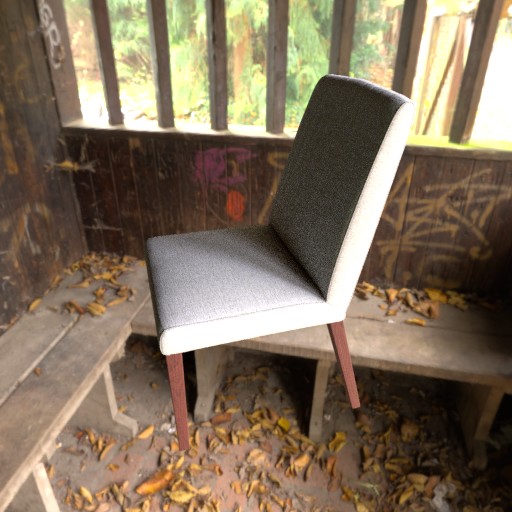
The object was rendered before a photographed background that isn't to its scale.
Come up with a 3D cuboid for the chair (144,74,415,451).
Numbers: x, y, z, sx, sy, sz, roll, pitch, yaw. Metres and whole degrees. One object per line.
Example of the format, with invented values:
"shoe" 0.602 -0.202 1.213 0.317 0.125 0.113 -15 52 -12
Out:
"chair" 0.000 0.000 1.236 0.594 0.900 0.480 -8 30 -14
